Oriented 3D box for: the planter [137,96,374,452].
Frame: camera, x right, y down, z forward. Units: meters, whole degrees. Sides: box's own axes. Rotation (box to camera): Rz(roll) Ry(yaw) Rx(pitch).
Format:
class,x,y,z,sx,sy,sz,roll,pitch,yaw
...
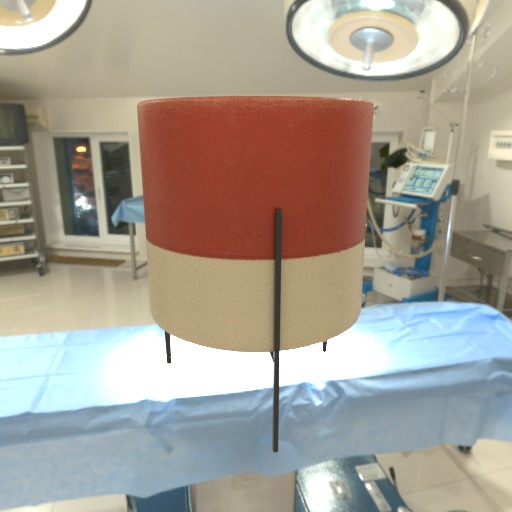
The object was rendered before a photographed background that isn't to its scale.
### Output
class,x,y,z,sx,sy,sz,roll,pitch,yaw
planter,0.000,0.000,0.716,0.345,0.465,0.354,-2,16,-8
